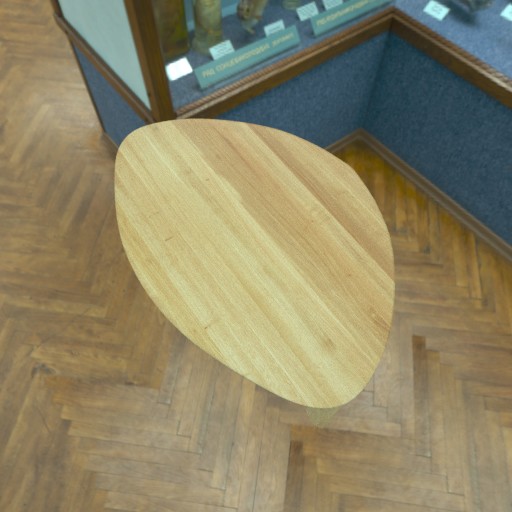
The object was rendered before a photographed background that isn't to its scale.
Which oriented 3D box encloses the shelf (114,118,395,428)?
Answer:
[{"bbox_3d":[0.000,0.000,1.670,0.845,0.440,1.246,-31,64,-17],"label":"shelf"}]
